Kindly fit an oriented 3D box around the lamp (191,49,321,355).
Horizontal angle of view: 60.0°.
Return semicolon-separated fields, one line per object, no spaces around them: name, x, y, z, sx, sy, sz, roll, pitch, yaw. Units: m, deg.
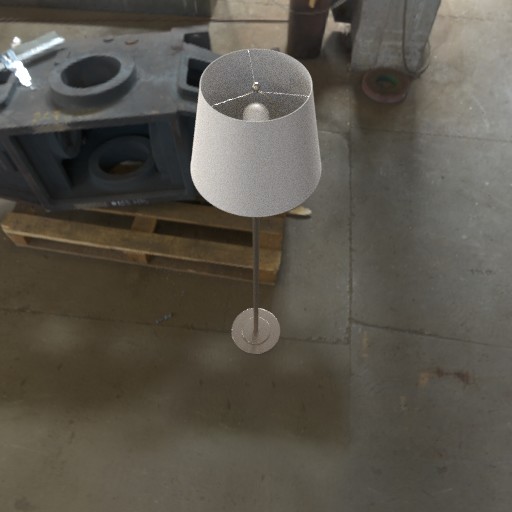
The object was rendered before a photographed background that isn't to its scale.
lamp;0.000;0.000;1.615;0.355;1.473;0.355;0;58;0
